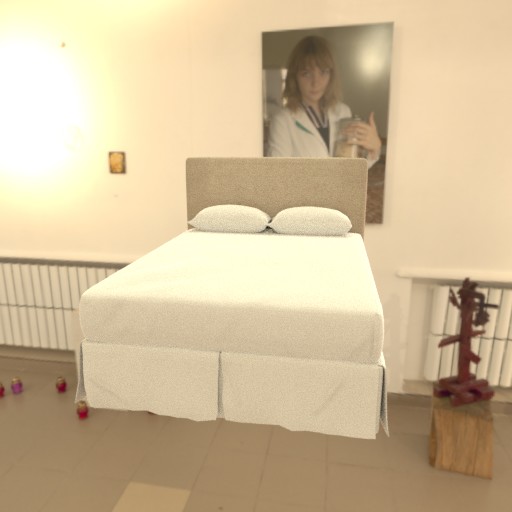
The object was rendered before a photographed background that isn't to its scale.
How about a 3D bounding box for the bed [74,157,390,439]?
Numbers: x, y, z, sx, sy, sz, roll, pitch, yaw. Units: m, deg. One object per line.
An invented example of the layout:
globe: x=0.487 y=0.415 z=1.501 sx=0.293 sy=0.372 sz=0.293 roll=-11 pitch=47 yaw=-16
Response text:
bed: x=0.000 y=0.000 z=3.181 sx=1.713 sy=1.330 sz=2.162 roll=2 pitch=14 yaw=10
